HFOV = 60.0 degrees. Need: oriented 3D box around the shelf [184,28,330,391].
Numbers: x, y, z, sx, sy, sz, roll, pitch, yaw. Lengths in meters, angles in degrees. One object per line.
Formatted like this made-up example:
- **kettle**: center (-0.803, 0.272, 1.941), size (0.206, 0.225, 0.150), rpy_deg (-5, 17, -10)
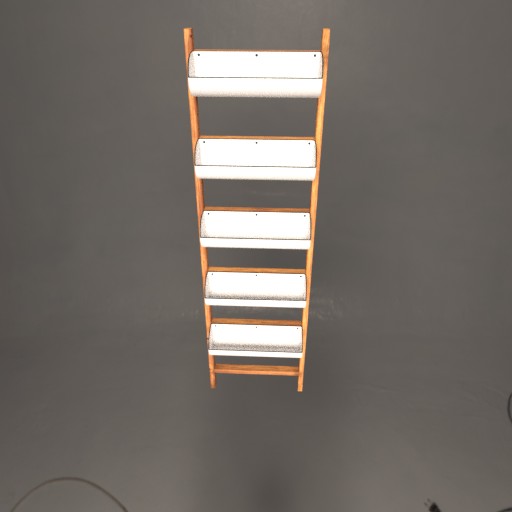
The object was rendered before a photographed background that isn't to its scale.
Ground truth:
- **shelf**: center (0.000, 0.000, 1.756), size (0.454, 1.600, 0.141), rpy_deg (1, 32, 2)
